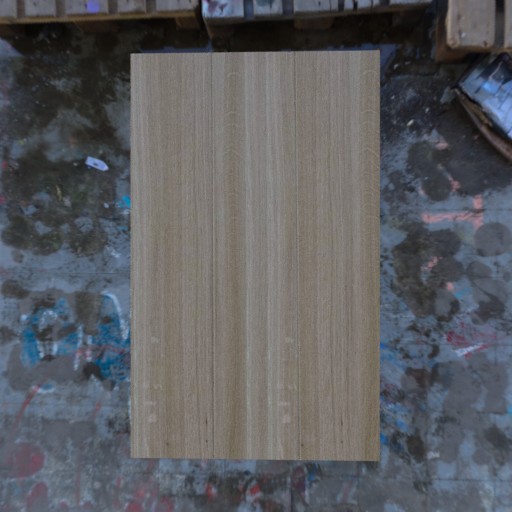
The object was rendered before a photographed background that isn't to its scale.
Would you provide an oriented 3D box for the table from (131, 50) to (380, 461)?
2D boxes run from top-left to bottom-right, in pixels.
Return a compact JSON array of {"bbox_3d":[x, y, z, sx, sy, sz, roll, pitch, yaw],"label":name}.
[{"bbox_3d":[0.000,0.000,1.381,0.678,0.353,1.110,0,90,2],"label":"table"}]
